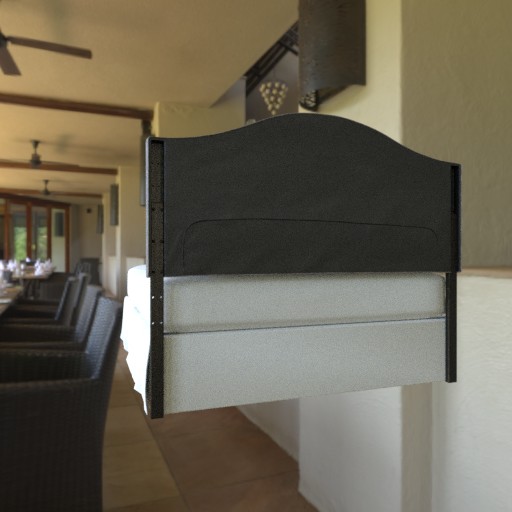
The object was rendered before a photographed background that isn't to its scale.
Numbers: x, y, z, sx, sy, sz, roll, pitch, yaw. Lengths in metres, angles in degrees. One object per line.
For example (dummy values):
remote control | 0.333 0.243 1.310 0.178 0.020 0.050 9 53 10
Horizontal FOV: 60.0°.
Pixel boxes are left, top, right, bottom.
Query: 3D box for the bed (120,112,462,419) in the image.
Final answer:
bed | 0.000 0.000 2.880 1.610 1.295 1.870 0 0 -20
